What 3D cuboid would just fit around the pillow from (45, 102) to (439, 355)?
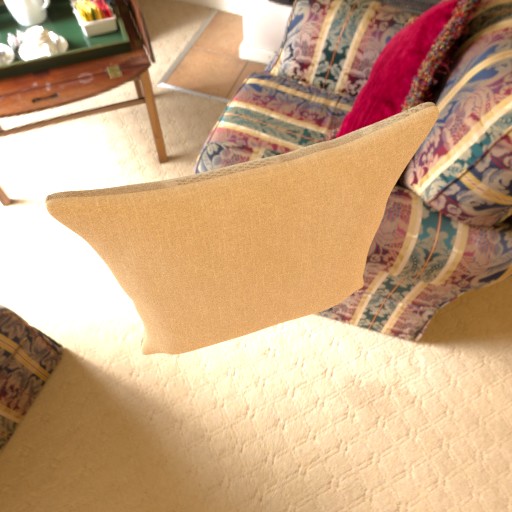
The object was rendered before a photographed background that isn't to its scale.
[{"bbox_3d":[0.000,0.000,0.648,0.436,0.432,0.138,-16,59,-10],"label":"pillow"}]
